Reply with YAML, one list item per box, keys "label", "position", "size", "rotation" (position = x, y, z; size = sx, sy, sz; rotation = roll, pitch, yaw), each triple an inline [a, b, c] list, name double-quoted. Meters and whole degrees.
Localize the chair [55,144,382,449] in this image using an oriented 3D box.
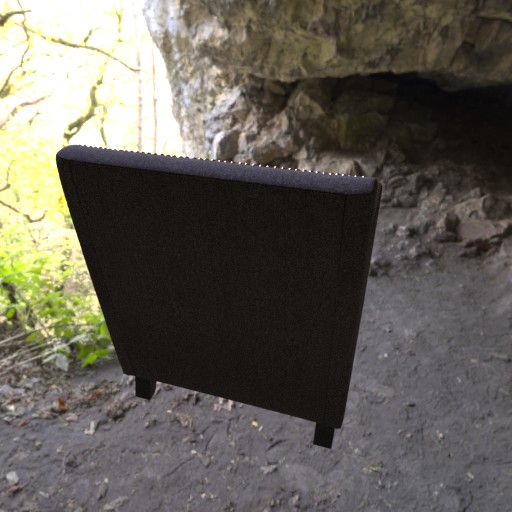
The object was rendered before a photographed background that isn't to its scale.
- label: "chair"
  position: [0.000, 0.000, 1.564]
  size: [0.776, 0.967, 0.884]
  rotation: [9, 33, 15]
